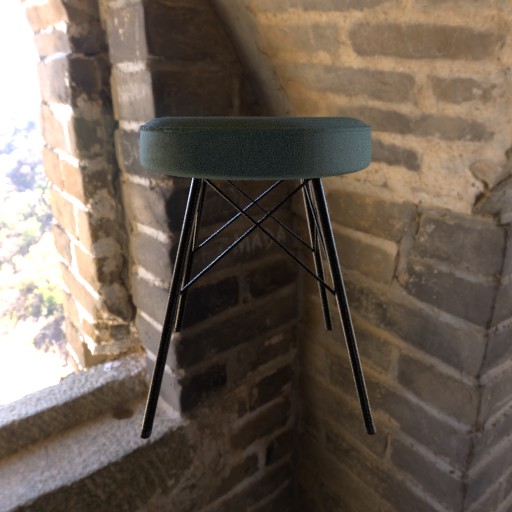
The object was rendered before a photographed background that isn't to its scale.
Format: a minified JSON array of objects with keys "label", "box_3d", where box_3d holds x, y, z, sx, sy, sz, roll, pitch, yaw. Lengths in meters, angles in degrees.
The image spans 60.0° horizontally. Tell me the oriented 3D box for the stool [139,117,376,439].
[{"label":"stool","box_3d":[0.000,0.000,0.866,0.457,0.519,0.458,2,18,7]}]
